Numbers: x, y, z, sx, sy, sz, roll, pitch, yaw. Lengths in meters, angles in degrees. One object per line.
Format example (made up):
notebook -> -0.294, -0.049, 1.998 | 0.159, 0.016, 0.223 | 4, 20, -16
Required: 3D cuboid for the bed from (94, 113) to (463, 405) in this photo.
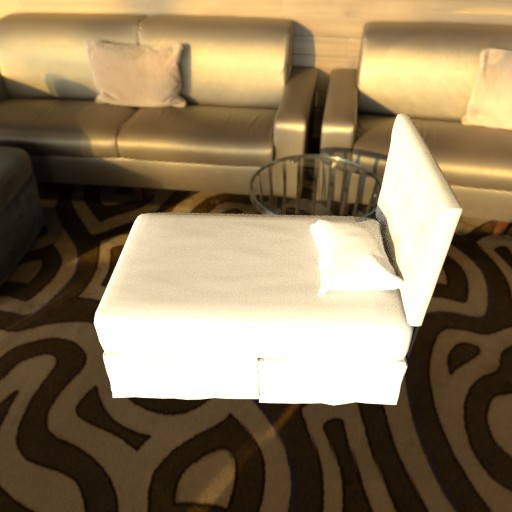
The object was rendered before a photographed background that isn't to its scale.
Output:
bed -> 0.000, 0.000, 3.001 | 1.997, 1.571, 1.261 | 1, 40, 2
